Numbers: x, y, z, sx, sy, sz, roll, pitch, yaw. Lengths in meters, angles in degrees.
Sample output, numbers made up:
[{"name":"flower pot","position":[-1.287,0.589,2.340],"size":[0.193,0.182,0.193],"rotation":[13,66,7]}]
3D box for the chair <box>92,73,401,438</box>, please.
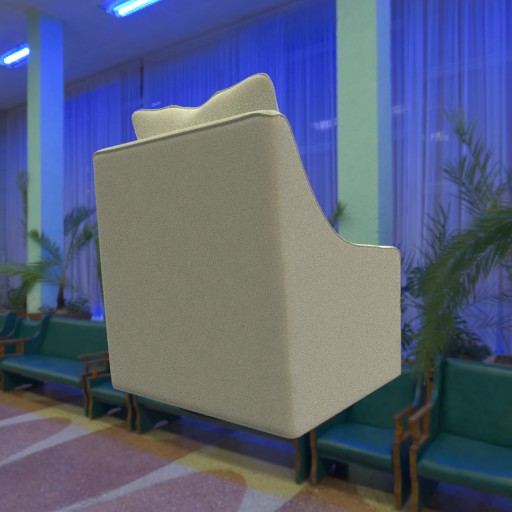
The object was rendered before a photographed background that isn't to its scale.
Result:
[{"name":"chair","position":[0.000,0.000,1.589],"size":[0.756,0.965,0.876],"rotation":[0,-1,37]}]
